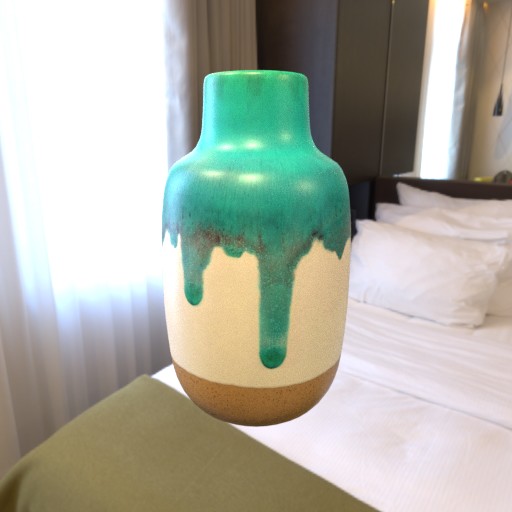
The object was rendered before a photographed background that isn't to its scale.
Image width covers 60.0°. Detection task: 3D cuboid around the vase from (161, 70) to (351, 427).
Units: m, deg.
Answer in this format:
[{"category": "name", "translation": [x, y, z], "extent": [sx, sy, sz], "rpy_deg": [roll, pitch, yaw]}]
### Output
[{"category": "vase", "translation": [0.000, 0.000, 0.254], "extent": [0.106, 0.192, 0.106], "rpy_deg": [0, 16, 0]}]
